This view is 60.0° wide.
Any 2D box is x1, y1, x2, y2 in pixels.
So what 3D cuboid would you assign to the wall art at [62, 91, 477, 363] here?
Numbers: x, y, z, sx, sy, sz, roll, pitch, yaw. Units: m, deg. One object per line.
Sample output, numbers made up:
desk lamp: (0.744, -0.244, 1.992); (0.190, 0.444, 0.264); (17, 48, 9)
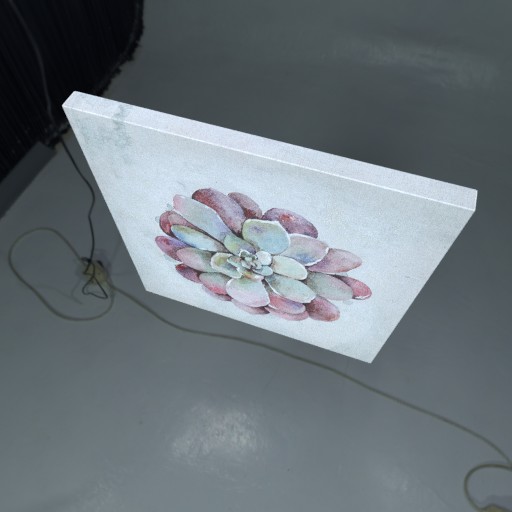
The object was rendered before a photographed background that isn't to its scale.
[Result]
wall art: (0.000, 0.000, 0.883); (0.605, 0.605, 0.044); (16, 60, 10)
